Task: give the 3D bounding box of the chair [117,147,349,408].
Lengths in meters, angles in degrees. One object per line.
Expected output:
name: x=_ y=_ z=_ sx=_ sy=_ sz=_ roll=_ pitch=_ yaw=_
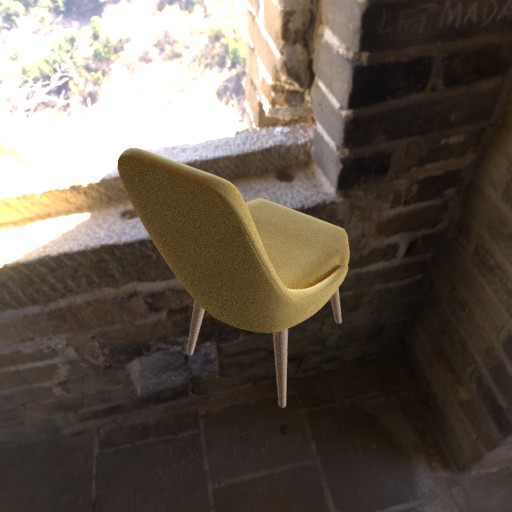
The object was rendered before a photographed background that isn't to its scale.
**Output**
chair: x=0.000 y=0.000 z=1.399 sx=0.510 sy=1.040 sz=0.660 roll=23 pitch=50 yaw=21
